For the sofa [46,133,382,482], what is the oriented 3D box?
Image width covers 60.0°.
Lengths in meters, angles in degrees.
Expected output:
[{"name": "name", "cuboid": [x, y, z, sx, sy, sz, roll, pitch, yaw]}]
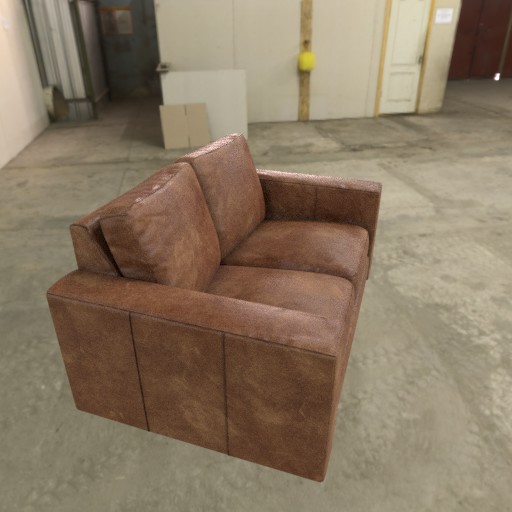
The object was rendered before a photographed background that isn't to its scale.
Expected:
[{"name": "sofa", "cuboid": [0.000, 0.000, 2.167, 1.041, 0.889, 1.626, 9, 30, 16]}]
